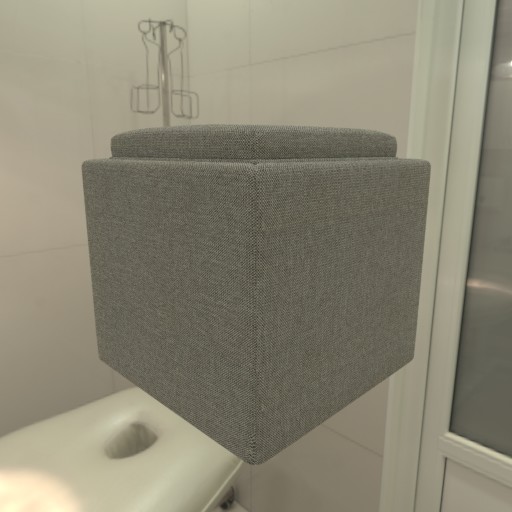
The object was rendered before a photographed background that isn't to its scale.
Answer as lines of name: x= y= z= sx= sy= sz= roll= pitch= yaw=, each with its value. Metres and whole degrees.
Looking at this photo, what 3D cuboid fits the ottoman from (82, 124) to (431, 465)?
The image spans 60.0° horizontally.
ottoman: x=0.000 y=0.000 z=0.826 sx=0.450 sy=0.460 sz=0.450 roll=-13 pitch=19 yaw=-43
